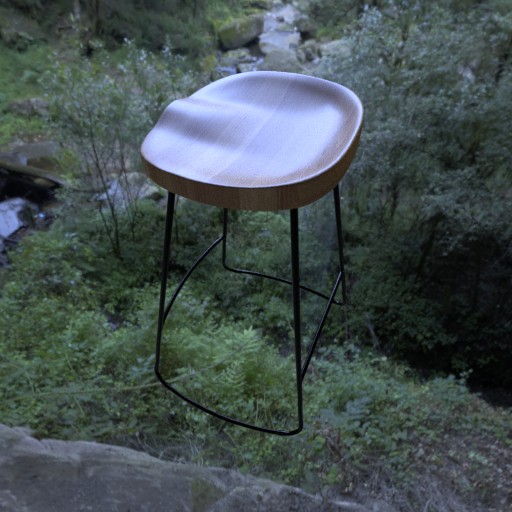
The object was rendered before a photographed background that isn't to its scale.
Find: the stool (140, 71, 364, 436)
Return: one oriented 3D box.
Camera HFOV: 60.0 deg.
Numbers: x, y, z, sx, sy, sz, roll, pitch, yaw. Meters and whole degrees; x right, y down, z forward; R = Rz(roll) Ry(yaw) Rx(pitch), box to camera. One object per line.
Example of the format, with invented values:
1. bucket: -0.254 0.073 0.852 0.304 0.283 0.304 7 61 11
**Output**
1. stool: 0.000 0.000 0.989 0.401 0.679 0.480 17 48 16
